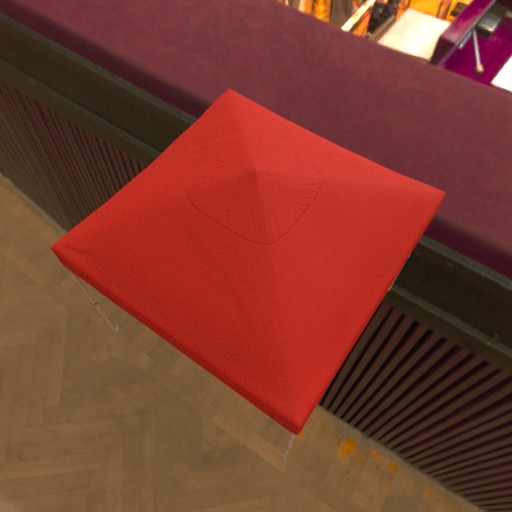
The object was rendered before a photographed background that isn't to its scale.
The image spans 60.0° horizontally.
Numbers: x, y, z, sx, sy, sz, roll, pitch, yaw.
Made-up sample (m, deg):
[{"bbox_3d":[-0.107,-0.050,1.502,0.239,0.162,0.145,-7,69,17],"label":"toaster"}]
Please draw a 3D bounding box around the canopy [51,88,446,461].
[{"bbox_3d":[0.000,0.000,5.275,2.998,2.997,2.996,31,64,17],"label":"canopy"}]
